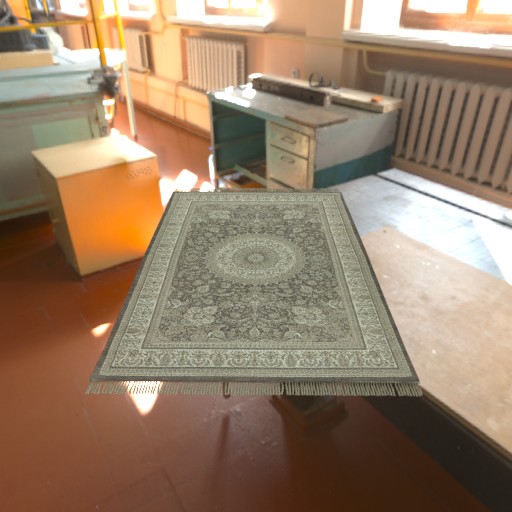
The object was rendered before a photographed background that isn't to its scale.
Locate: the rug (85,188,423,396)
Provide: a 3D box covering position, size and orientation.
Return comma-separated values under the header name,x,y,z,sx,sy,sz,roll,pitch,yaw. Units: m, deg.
name,x,y,z,sx,sy,sz,roll,pitch,yaw
rug,0.000,0.000,4.238,2.143,0.015,3.422,0,31,0
